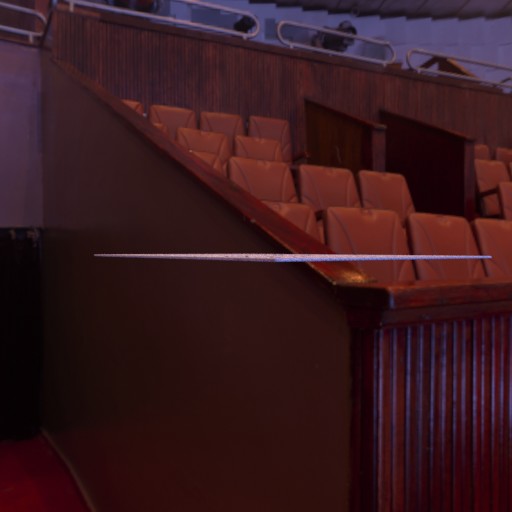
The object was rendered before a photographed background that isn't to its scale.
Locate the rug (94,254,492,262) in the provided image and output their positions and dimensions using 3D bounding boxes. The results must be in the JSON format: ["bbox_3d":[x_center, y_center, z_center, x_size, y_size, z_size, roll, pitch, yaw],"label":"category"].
[{"bbox_3d":[0.000,0.000,3.053,1.526,0.012,2.444,0,1,-35],"label":"rug"}]
